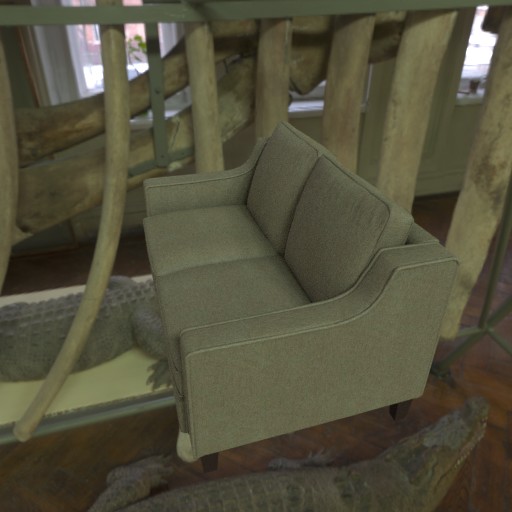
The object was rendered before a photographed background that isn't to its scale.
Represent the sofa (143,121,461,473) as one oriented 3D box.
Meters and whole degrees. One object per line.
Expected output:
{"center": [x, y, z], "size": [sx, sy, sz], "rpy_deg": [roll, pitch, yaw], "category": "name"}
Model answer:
{"center": [0.000, 0.000, 2.139], "size": [0.985, 0.981, 1.503], "rpy_deg": [-9, 32, -15], "category": "sofa"}
